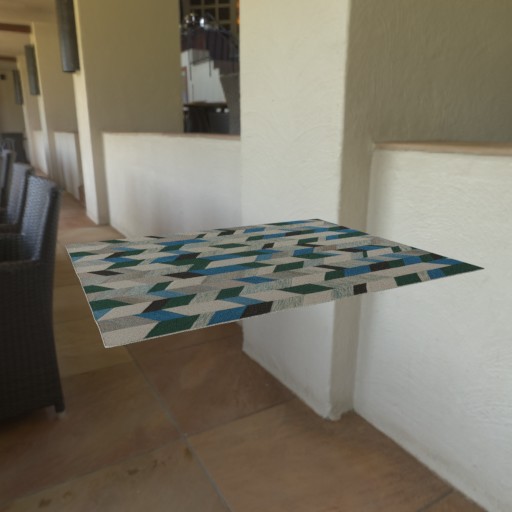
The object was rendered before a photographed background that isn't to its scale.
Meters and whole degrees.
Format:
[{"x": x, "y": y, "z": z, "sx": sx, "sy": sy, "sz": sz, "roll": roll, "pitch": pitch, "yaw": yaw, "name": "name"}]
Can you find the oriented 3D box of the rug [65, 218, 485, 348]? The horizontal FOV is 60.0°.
[{"x": 0.000, "y": 0.000, "z": 4.048, "sx": 3.036, "sy": 0.008, "sz": 2.440, "roll": -8, "pitch": 18, "yaw": -26, "name": "rug"}]
